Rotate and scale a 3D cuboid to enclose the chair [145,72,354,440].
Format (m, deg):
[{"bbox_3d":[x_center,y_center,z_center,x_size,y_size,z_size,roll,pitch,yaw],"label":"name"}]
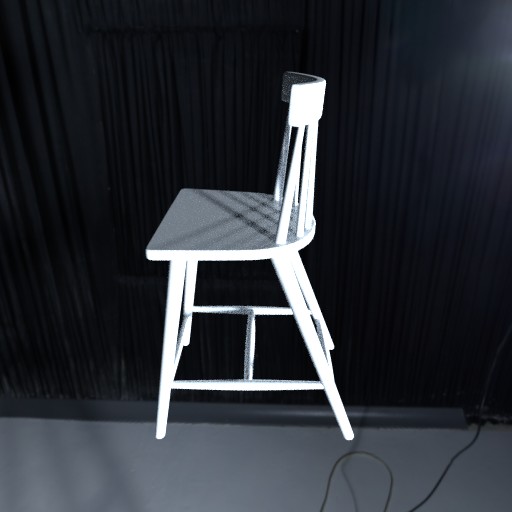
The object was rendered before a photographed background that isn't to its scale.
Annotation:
[{"bbox_3d":[0.000,0.000,1.268,0.572,0.952,0.483,1,25,1],"label":"chair"}]
